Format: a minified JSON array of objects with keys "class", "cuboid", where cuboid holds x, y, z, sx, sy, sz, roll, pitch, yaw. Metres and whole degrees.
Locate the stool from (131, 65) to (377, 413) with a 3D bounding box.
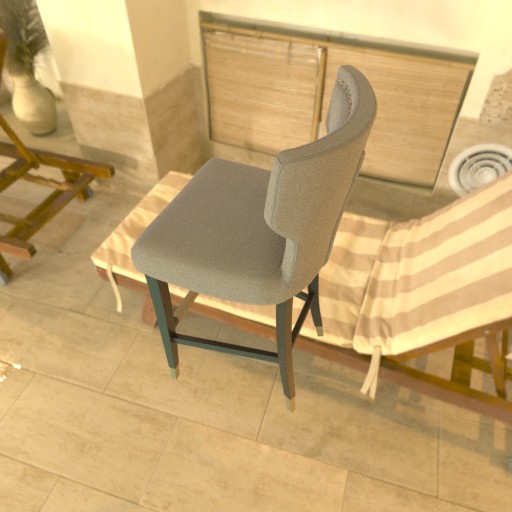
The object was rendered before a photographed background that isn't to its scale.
[{"class":"stool","cuboid":[0.000,0.000,1.425,0.563,1.092,0.526,17,47,16]}]
